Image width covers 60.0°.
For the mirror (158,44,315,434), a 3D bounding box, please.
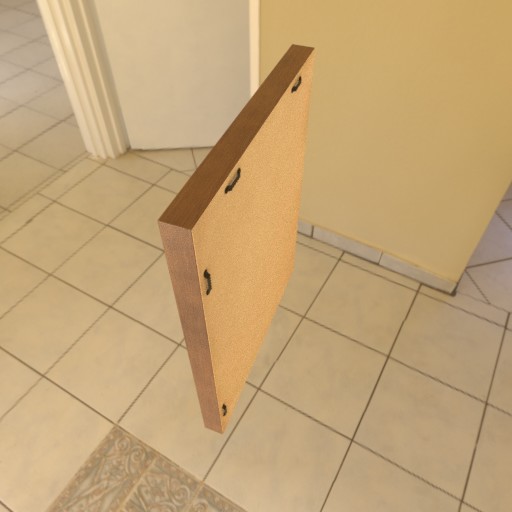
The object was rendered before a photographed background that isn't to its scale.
[{"bbox_3d":[0.000,0.000,0.720,0.041,0.509,0.406,16,50,14],"label":"mirror"}]
